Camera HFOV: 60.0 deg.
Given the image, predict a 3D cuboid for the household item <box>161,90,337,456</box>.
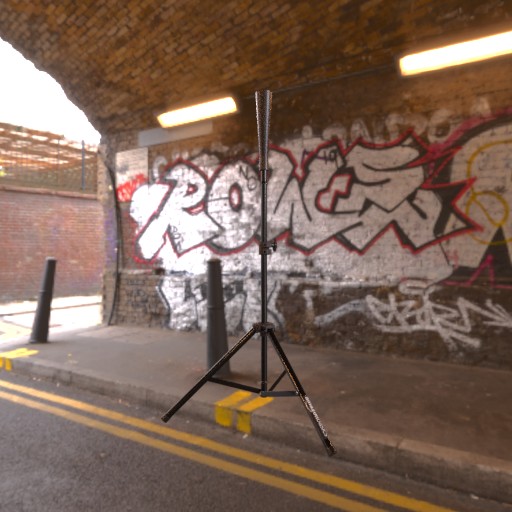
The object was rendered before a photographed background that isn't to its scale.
[{"bbox_3d":[0.000,0.000,1.391,0.559,1.067,0.559,0,-1,-18],"label":"household item"}]
